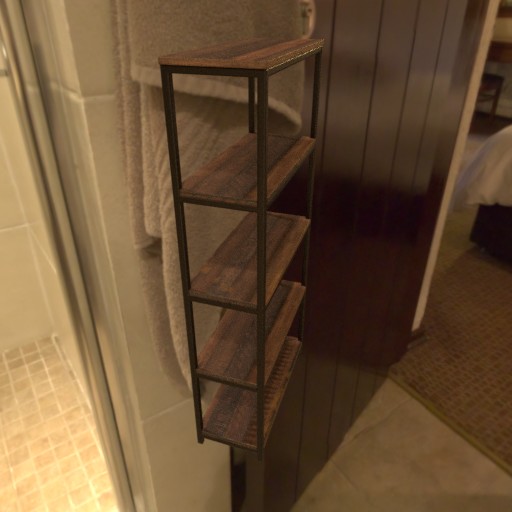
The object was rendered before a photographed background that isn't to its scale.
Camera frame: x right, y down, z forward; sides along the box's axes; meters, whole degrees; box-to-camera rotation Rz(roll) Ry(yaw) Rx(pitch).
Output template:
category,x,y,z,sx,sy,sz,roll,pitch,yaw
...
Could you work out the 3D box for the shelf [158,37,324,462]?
category,x,y,z,sx,sy,sz,roll,pitch,yaw
shelf,0.000,0.000,2.170,0.359,1.860,0.874,10,31,16
